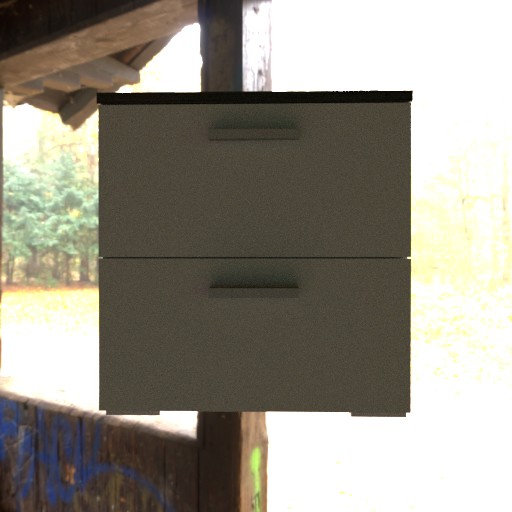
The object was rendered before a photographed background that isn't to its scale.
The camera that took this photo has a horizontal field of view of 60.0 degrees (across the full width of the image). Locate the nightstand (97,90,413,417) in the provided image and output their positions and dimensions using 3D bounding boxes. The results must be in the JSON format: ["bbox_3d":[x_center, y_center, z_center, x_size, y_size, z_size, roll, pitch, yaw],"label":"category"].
[{"bbox_3d":[0.000,0.000,0.764,0.441,0.460,0.325,0,0,1],"label":"nightstand"}]
